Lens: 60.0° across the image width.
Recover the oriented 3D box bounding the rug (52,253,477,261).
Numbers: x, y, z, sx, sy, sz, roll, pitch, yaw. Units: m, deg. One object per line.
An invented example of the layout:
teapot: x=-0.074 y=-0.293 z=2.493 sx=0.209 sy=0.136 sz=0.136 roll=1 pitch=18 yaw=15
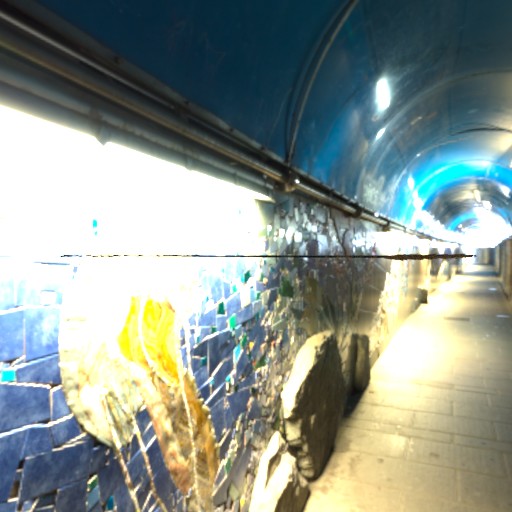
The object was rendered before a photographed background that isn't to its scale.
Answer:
rug: x=0.000 y=0.000 z=2.347 sx=1.936 sy=0.028 sz=1.181 roll=0 pitch=0 yaw=36
